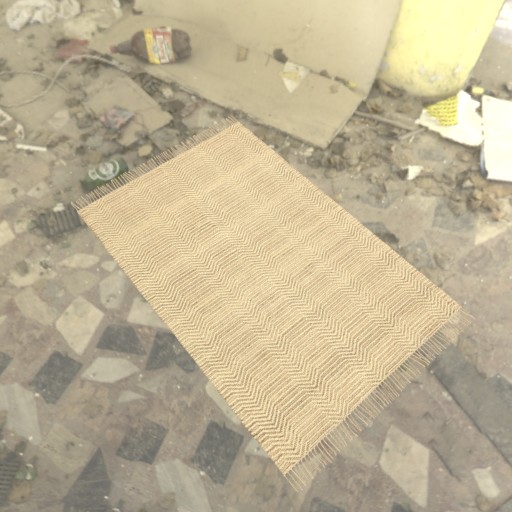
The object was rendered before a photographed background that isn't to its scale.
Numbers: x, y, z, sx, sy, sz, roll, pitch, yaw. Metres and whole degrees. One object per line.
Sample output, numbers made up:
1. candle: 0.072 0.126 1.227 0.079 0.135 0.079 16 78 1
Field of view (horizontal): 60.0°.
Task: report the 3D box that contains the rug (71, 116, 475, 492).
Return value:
1. rug: 0.000 0.000 2.442 1.224 0.027 2.021 -35 64 -20
